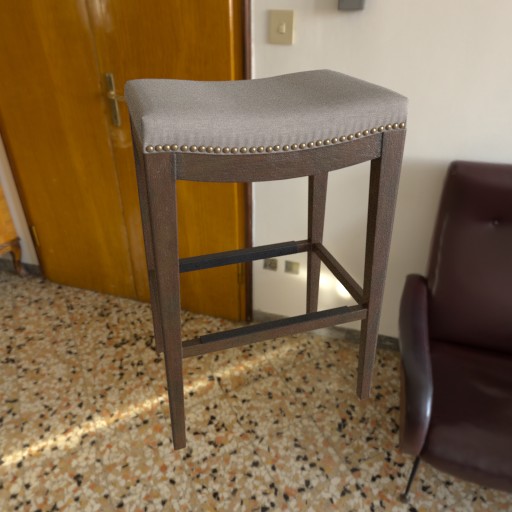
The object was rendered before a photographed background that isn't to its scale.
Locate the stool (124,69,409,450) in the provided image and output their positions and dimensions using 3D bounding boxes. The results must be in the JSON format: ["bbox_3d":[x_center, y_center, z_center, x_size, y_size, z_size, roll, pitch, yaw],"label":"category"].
[{"bbox_3d":[0.000,0.000,1.037,0.508,0.762,0.356,-9,32,-15],"label":"stool"}]
